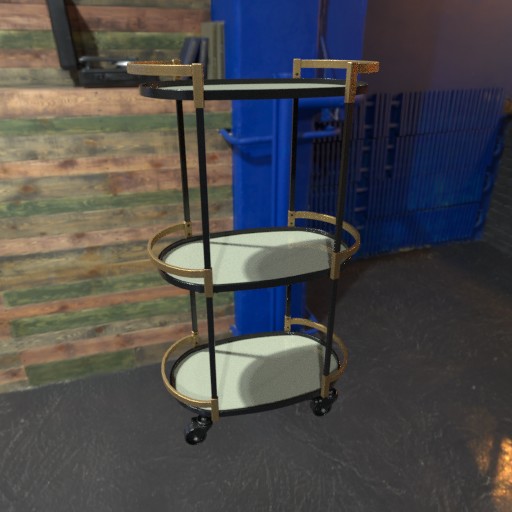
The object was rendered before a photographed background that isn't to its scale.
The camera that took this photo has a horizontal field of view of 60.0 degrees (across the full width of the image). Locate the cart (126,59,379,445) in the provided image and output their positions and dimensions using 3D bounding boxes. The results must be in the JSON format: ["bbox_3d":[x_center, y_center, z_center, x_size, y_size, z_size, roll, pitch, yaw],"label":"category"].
[{"bbox_3d":[0.000,0.000,1.098,0.515,0.885,0.311,-7,26,-15],"label":"cart"}]
